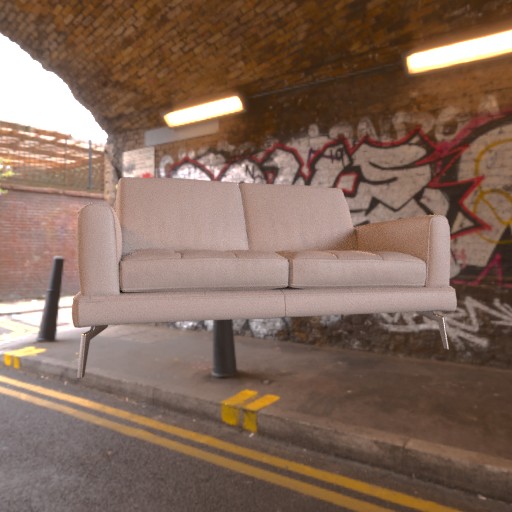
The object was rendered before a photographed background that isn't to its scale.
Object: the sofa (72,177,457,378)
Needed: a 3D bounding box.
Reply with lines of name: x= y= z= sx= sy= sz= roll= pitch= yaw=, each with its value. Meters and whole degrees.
sofa: x=0.000 y=0.000 z=2.454 sx=1.819 sy=0.930 sz=1.121 roll=0 pitch=0 yaw=-18
